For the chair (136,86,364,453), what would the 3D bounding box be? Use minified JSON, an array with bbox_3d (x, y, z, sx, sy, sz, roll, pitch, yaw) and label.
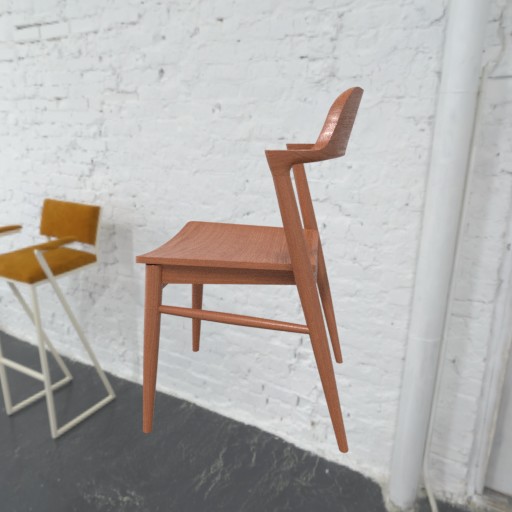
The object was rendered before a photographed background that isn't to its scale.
[{"bbox_3d":[0.000,0.000,1.153,0.499,0.801,0.496,2,16,9],"label":"chair"}]
